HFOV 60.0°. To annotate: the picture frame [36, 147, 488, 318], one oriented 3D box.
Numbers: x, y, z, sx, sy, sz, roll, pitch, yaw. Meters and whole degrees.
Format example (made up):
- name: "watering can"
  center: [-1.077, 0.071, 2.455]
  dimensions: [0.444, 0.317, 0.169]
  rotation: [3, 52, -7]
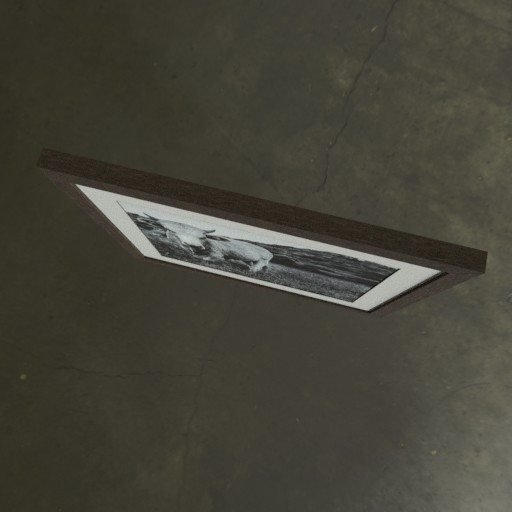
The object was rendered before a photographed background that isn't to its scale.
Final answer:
- name: "picture frame"
  center: [0.000, 0.000, 0.746]
  dimensions: [0.546, 0.455, 0.026]
  rotation: [14, 76, 3]
